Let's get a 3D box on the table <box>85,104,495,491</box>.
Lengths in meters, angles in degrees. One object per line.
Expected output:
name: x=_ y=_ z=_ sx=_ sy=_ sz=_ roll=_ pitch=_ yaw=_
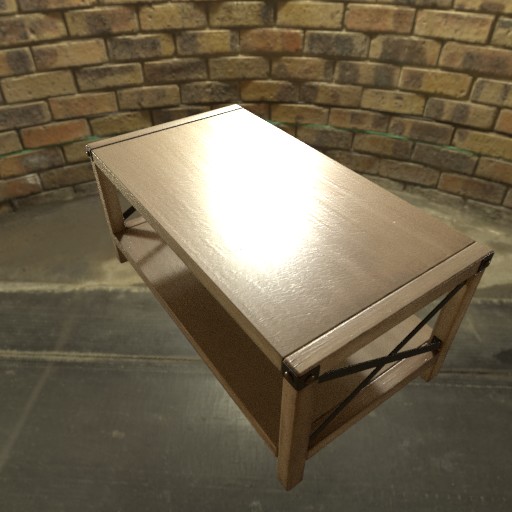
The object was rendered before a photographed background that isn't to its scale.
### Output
table: x=0.000 y=0.000 z=1.285 sx=0.559 sy=0.456 sz=1.016 roll=-25 pitch=46 yaw=-26
